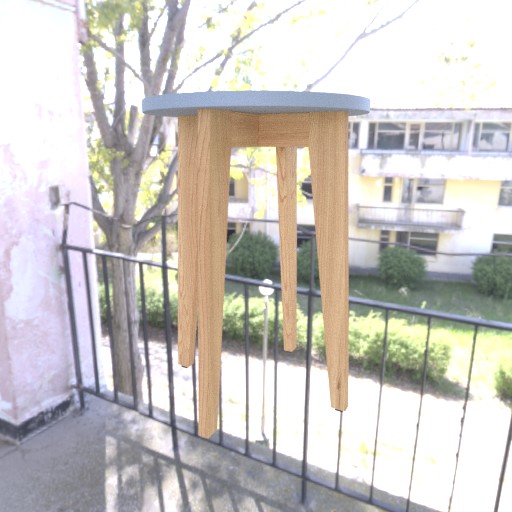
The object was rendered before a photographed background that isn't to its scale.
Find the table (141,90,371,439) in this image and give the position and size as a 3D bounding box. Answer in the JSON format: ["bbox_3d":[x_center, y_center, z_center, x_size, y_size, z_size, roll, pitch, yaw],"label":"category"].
[{"bbox_3d":[0.000,0.000,0.761,0.350,0.500,0.350,0,15,0],"label":"table"}]
